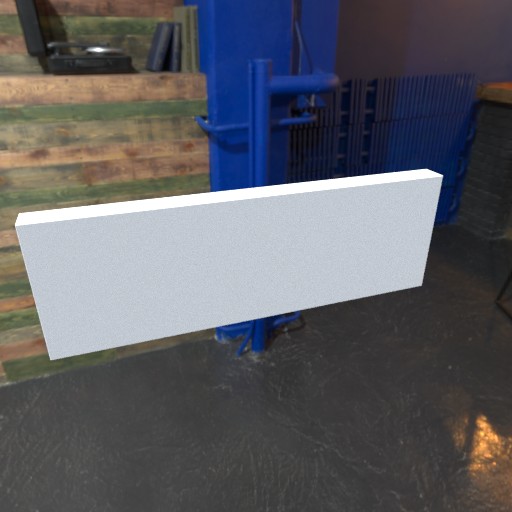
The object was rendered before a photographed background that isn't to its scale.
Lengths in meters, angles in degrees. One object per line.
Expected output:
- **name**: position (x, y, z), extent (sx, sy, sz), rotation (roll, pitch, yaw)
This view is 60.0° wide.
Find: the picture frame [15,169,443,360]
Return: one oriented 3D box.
- **picture frame**: position (0.000, 0.000, 0.833), extent (0.759, 0.250, 0.050), rotation (-9, 28, -17)
